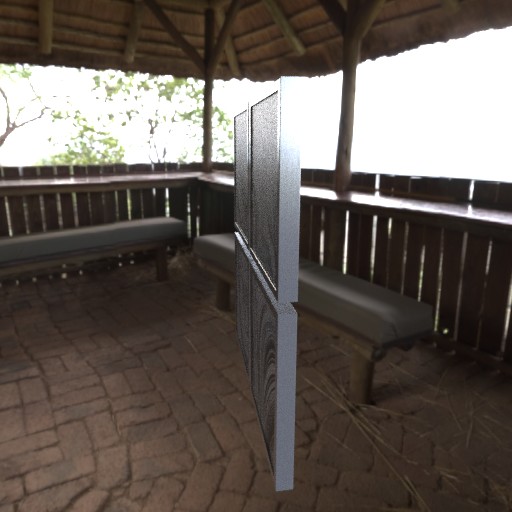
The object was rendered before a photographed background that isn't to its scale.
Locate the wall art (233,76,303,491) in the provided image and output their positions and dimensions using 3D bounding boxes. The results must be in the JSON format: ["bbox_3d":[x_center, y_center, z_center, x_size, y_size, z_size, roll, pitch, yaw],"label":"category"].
[{"bbox_3d":[0.000,0.000,0.919,0.029,0.611,0.611,-2,14,-8],"label":"wall art"}]
